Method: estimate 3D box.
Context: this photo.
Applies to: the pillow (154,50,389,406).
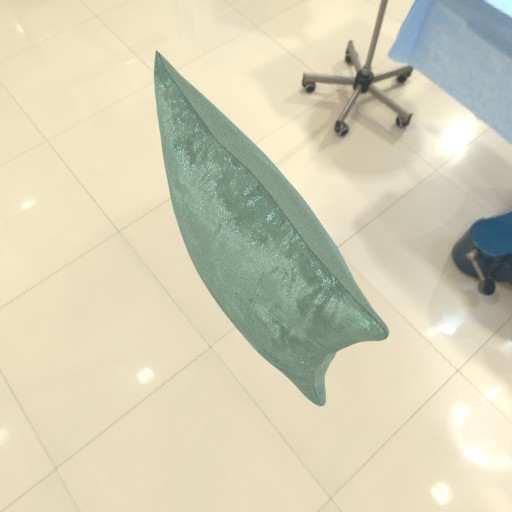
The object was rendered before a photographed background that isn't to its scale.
[{"bbox_3d":[0.000,0.000,0.710,0.175,0.464,0.470,-30,67,-14],"label":"pillow"}]
